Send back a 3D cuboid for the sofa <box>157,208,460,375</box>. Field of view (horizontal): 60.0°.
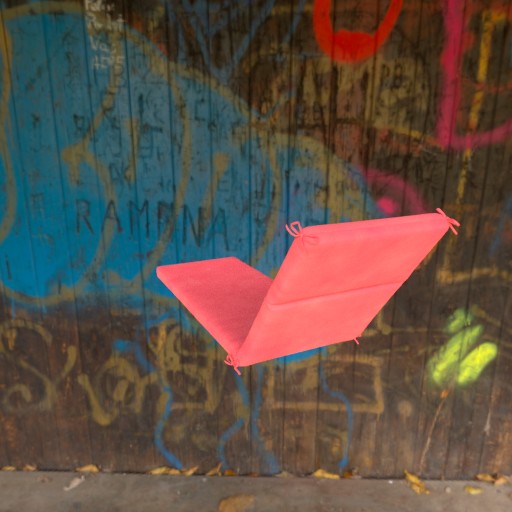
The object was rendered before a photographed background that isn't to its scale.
[{"bbox_3d":[0.000,0.000,1.989,0.582,0.622,1.663,-8,17,-26],"label":"sofa"}]
